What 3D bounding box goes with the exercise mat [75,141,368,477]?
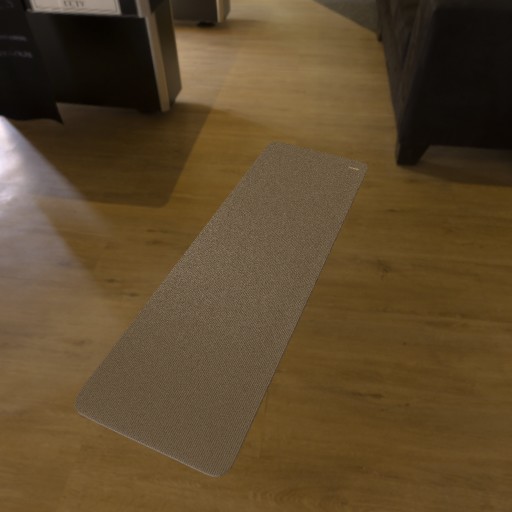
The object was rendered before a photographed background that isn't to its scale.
[{"bbox_3d":[0.000,0.000,2.068,0.616,0.021,1.884,18,49,16],"label":"exercise mat"}]
